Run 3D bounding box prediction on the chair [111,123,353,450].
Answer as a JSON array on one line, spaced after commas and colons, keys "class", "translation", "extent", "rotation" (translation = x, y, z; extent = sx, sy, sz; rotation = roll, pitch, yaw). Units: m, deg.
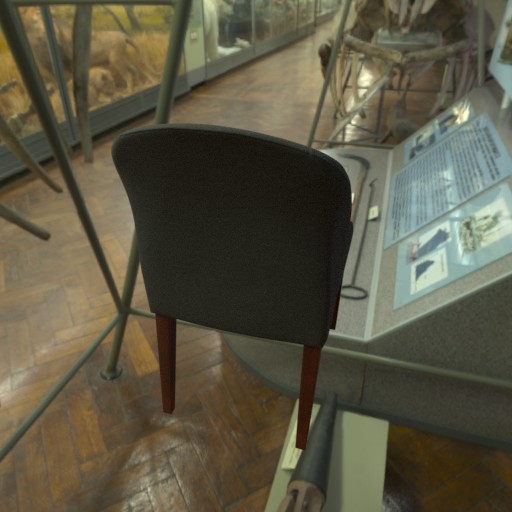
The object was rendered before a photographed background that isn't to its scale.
[{"class": "chair", "translation": [0.000, 0.000, 1.238], "extent": [0.506, 0.879, 0.619], "rotation": [9, 33, 15]}]
